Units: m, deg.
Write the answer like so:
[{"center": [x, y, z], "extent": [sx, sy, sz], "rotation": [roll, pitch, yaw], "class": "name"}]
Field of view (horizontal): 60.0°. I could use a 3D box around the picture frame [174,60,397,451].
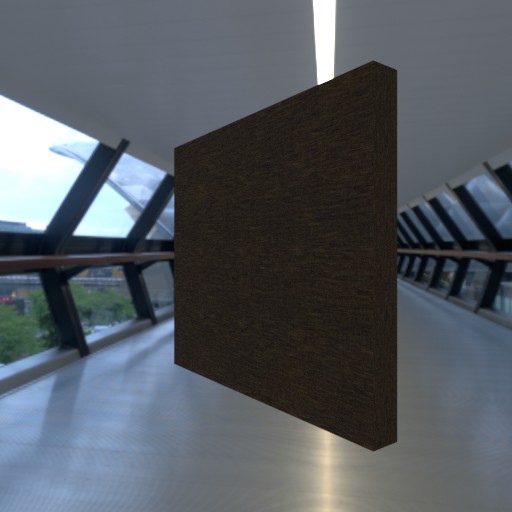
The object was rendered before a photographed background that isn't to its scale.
[{"center": [0.000, 0.000, 0.536], "extent": [0.033, 0.330, 0.378], "rotation": [0, 0, -36], "class": "picture frame"}]
